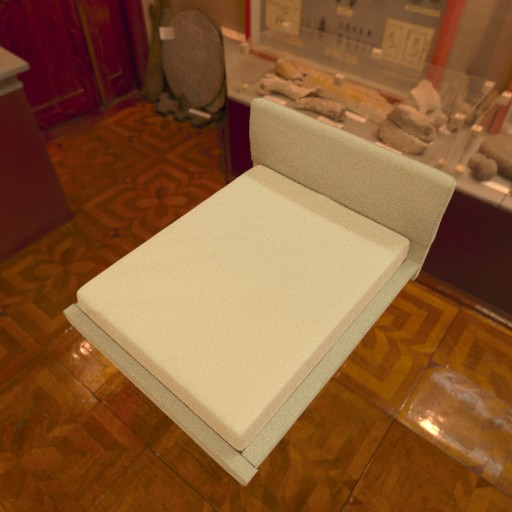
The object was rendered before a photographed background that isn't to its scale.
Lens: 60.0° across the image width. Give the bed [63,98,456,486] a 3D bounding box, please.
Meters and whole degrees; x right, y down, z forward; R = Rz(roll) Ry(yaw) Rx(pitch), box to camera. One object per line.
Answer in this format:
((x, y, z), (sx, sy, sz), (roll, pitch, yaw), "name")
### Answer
((0.000, 0.000, 3.539), (1.980, 1.126, 2.498), (32, 55, 26), "bed")
